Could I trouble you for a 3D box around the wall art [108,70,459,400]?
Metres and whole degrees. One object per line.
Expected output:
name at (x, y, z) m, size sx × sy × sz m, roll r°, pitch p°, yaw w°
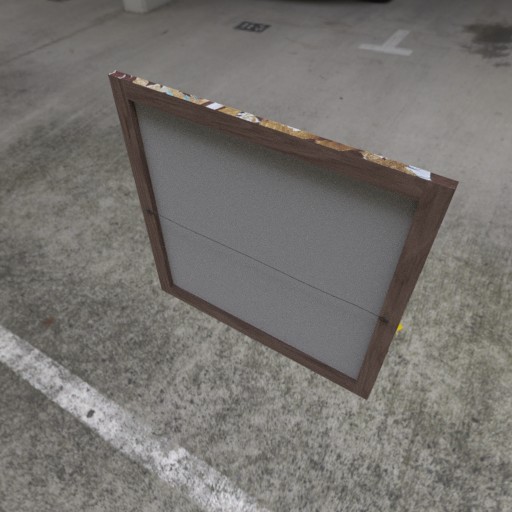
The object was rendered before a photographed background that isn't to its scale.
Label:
wall art at (0.000, 0.000, 1.124) m, size 0.757 × 0.762 × 0.028 m, roll 25°, pitch 52°, yaw 21°
